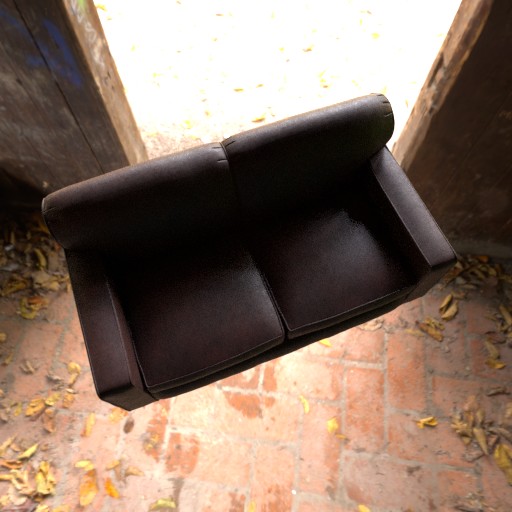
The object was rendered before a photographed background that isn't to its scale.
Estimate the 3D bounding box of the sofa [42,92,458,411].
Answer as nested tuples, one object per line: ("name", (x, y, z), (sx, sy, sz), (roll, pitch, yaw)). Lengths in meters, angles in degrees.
("sofa", (0.000, 0.000, 2.393), (1.856, 0.966, 1.000), (-20, 67, -9))
